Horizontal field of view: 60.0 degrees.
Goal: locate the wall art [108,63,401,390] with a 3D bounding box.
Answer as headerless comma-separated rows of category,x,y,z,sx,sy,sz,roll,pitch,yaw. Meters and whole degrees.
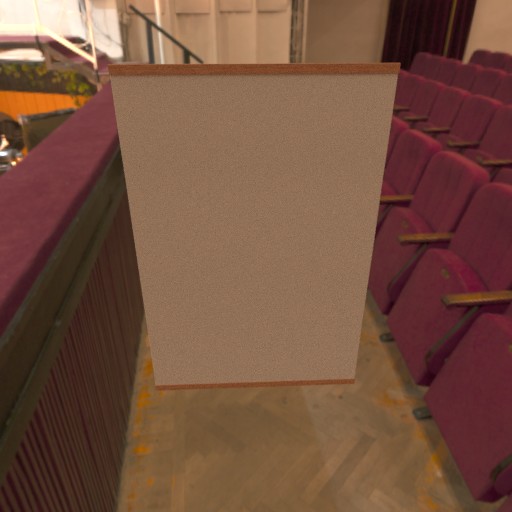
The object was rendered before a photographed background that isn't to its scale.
wall art,0.000,0.000,1.907,1.019,1.527,0.019,-1,29,-2
